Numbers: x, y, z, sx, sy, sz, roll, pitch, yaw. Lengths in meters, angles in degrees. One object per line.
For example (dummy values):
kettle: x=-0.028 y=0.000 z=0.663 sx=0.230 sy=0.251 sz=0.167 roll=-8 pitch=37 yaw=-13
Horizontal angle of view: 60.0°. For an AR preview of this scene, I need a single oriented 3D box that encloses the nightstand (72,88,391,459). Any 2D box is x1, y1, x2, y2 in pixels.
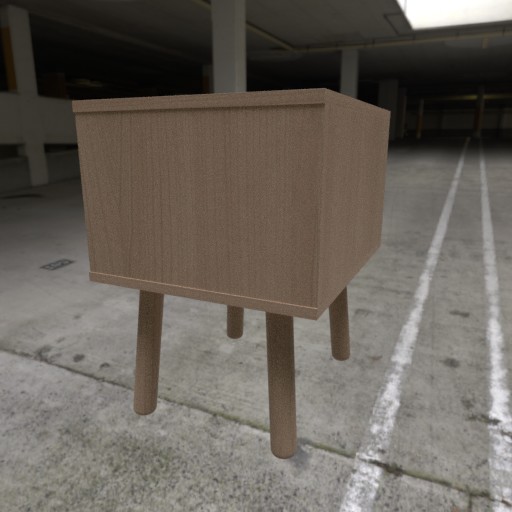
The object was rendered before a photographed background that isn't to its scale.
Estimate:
nightstand: x=0.000 y=0.000 z=0.830 sx=0.380 sy=0.530 sz=0.450 roll=7 pitch=16 yaw=24
